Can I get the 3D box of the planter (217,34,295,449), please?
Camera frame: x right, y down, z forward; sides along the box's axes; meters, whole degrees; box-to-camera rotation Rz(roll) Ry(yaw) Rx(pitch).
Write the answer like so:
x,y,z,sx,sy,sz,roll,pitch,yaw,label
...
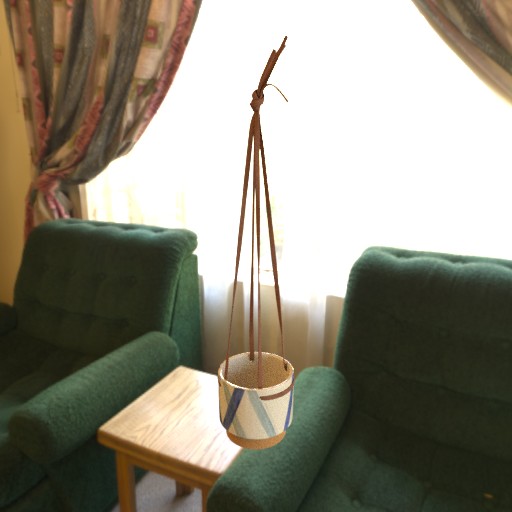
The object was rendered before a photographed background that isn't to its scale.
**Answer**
x,y,z,sx,sy,sz,roll,pitch,yaw,label
0.000,0.000,0.832,0.157,0.753,0.153,2,15,9,planter
